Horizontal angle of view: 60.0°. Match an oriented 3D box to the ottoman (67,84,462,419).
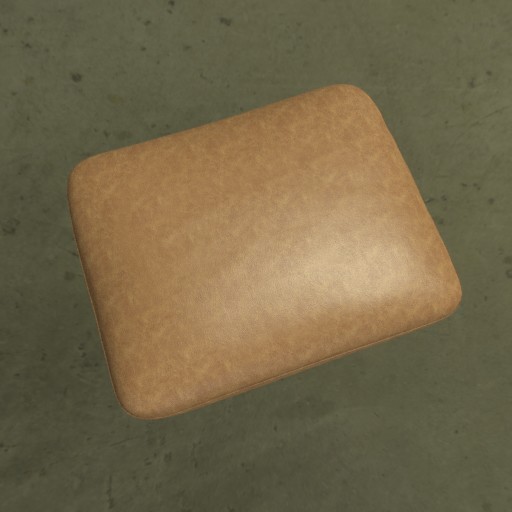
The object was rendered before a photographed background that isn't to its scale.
[{"bbox_3d":[0.000,0.000,1.112,0.747,0.478,0.593,-19,76,-5],"label":"ottoman"}]
